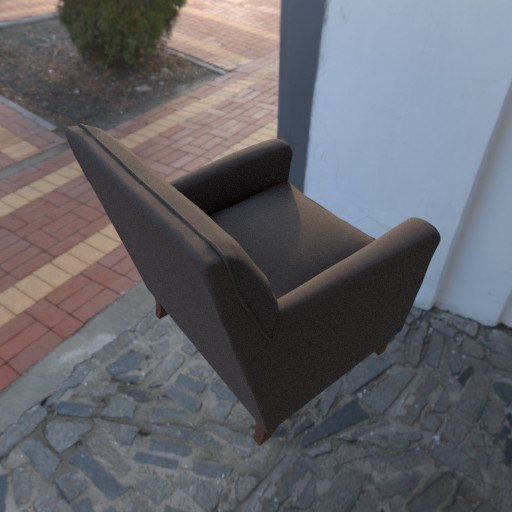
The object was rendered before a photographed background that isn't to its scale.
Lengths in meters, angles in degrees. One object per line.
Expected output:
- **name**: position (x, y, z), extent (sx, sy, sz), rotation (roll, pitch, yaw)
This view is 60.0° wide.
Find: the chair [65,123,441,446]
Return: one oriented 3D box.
- **chair**: position (0.000, 0.000, 1.539), extent (0.831, 0.911, 0.836), rotation (-27, 48, -27)
